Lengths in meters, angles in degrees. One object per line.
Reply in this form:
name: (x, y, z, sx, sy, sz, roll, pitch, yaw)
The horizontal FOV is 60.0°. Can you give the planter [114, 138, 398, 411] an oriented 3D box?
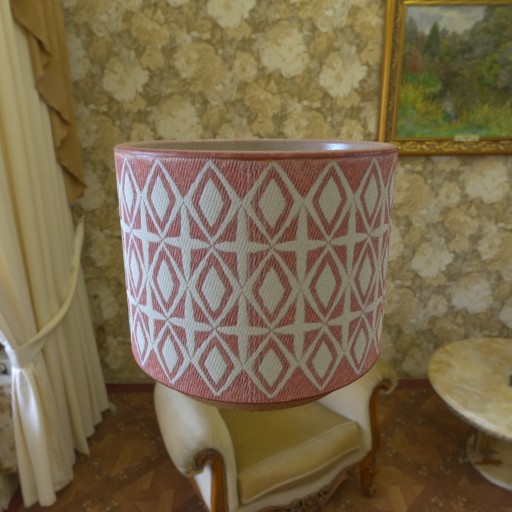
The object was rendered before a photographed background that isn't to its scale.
planter: (0.000, 0.000, 0.479, 0.273, 0.237, 0.273, 0, 17, 0)
